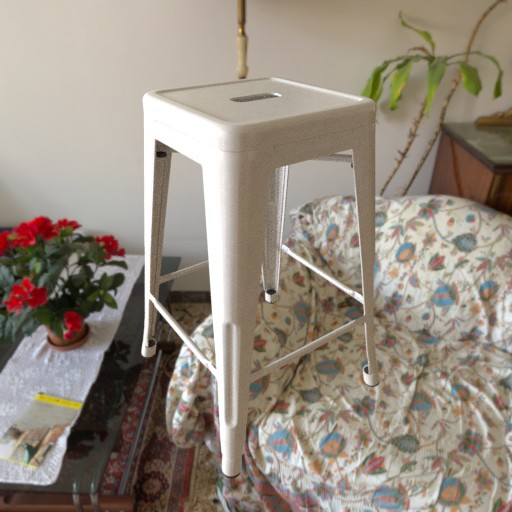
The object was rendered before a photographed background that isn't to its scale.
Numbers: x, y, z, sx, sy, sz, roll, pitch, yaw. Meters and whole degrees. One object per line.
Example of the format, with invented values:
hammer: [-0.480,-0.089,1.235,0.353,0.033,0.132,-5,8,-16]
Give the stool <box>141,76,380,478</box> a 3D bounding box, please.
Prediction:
stool: [0.000,0.000,0.877,0.406,0.610,0.406,-20,37,-30]
